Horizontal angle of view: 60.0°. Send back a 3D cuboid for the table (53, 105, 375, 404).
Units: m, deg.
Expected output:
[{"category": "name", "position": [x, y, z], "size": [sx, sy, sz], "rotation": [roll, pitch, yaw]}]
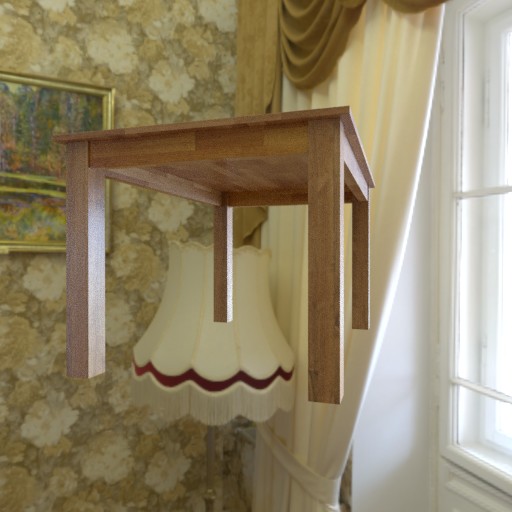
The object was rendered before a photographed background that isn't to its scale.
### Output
[{"category": "table", "position": [0.000, 0.000, 1.850], "size": [0.900, 0.750, 1.300], "rotation": [0, 0, 18]}]
